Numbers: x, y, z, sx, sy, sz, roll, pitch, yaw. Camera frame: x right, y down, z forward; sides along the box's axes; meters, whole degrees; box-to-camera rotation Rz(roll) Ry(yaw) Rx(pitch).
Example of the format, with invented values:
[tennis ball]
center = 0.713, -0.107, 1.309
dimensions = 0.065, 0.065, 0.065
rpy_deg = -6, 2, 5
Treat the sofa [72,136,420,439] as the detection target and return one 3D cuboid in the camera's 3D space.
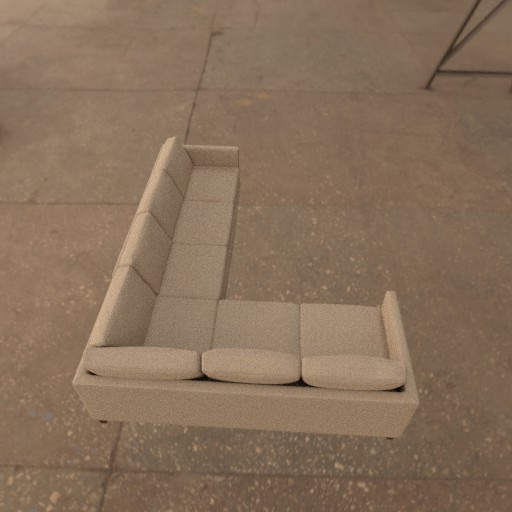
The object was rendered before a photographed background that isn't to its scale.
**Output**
[sofa]
center = 0.000, 0.000, 4.329
dimensions = 2.432, 0.863, 3.182
rpy_deg = 2, 45, 2
